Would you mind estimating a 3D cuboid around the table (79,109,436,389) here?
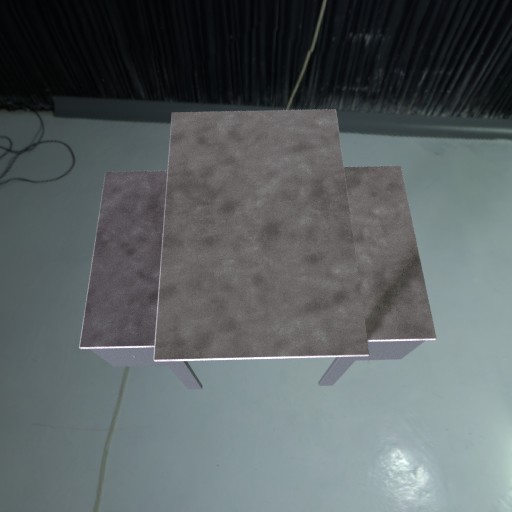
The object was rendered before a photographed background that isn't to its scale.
[{"bbox_3d":[0.000,0.000,2.051,1.443,0.700,1.100,-1,64,-1],"label":"table"}]
